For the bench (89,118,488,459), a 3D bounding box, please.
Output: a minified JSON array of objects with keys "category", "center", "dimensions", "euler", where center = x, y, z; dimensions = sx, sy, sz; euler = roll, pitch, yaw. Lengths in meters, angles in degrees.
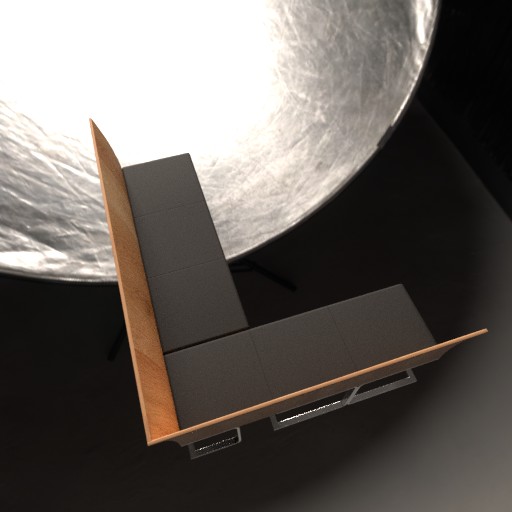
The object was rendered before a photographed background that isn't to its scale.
[{"category":"bench","center":[0.000,0.000,2.693],"dimensions":[1.495,0.930,1.945],"euler":[-15,58,-10]}]
